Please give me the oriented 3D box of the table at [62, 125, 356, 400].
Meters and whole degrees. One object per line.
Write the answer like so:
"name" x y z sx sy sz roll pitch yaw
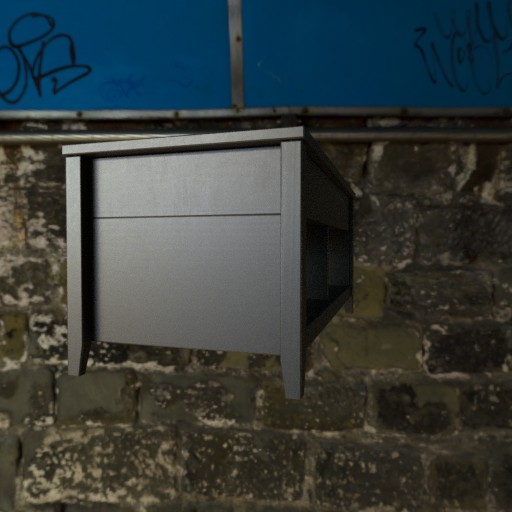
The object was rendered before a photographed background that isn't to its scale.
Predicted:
"table" 0.000 0.000 1.288 0.483 0.457 1.016 0 2 17
